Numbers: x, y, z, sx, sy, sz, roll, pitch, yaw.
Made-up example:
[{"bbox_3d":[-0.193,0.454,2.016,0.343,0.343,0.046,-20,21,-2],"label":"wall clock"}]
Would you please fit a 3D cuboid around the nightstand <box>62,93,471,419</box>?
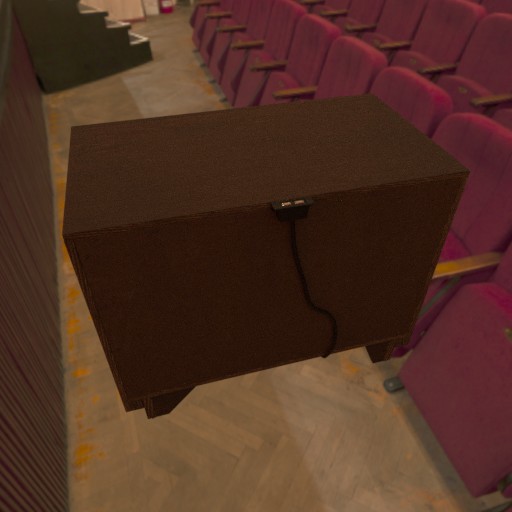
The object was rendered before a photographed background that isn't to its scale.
[{"bbox_3d":[0.000,0.000,1.153,0.775,0.612,0.457,-10,42,-12],"label":"nightstand"}]
